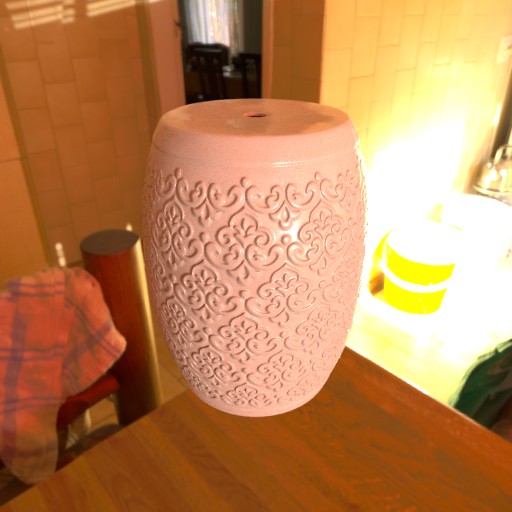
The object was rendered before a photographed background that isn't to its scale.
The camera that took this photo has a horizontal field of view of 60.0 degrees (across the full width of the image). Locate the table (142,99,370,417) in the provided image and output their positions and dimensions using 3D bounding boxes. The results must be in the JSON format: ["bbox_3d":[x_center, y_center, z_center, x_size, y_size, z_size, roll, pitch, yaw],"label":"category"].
[{"bbox_3d":[0.000,0.000,0.635,0.309,0.397,0.309,0,29,0],"label":"table"}]
